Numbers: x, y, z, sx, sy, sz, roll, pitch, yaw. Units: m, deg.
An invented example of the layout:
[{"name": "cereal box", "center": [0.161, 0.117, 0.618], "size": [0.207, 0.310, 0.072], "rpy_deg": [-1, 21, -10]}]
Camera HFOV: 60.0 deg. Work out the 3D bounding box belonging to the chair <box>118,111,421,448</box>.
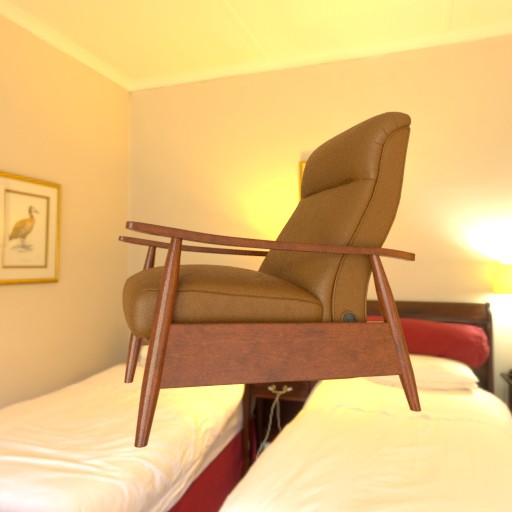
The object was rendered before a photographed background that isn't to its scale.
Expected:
[{"name": "chair", "center": [0.000, 0.000, 1.739], "size": [1.014, 1.082, 0.762], "rpy_deg": [0, -1, -19]}]
